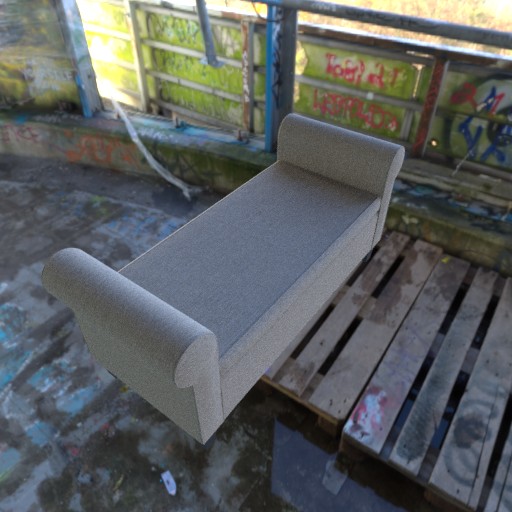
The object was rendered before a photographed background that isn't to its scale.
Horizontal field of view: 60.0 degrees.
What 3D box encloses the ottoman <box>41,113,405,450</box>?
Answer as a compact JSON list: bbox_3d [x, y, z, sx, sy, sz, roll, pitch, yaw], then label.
[{"bbox_3d":[0.000,0.000,1.594,0.521,0.547,1.256,26,47,27],"label":"ottoman"}]
